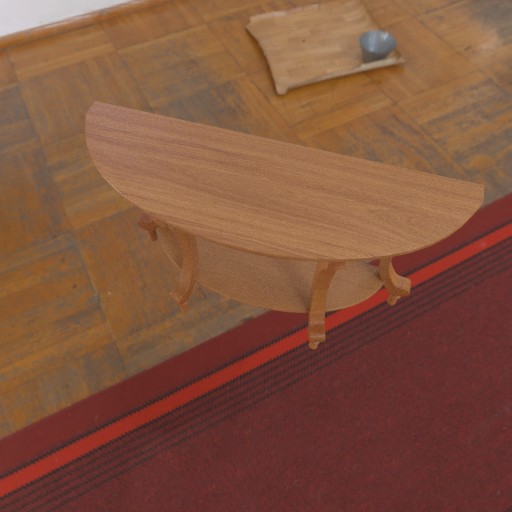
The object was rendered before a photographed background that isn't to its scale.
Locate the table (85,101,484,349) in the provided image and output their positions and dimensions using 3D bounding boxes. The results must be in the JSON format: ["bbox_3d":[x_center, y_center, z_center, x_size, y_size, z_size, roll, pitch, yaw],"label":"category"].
[{"bbox_3d":[0.000,0.000,1.508,1.198,0.692,0.394,15,59,9],"label":"table"}]
